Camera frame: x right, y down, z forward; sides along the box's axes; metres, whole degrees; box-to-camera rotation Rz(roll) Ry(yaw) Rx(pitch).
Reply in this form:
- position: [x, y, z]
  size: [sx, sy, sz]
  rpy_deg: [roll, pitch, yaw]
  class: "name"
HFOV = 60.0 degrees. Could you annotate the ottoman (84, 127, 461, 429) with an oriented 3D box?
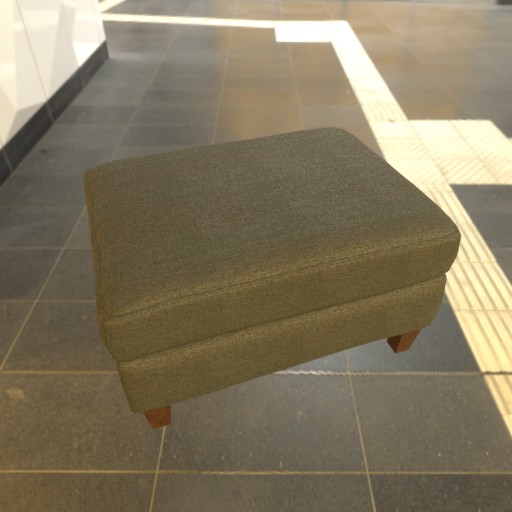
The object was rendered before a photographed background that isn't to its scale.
- position: [0.000, 0.000, 1.237]
  size: [0.826, 0.496, 0.639]
  rpy_deg: [-13, 42, -15]
  class: "ottoman"
